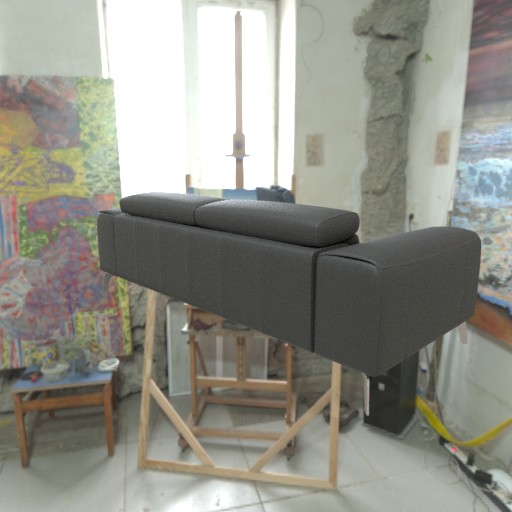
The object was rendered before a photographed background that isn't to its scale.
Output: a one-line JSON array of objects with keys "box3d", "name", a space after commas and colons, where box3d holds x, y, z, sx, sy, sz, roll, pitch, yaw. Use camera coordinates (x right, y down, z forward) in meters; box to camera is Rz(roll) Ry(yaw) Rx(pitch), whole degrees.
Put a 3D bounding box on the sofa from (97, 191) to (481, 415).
[{"box3d": [0.000, 0.000, 2.772, 1.023, 0.759, 2.321, -12, 17, -43], "name": "sofa"}]
